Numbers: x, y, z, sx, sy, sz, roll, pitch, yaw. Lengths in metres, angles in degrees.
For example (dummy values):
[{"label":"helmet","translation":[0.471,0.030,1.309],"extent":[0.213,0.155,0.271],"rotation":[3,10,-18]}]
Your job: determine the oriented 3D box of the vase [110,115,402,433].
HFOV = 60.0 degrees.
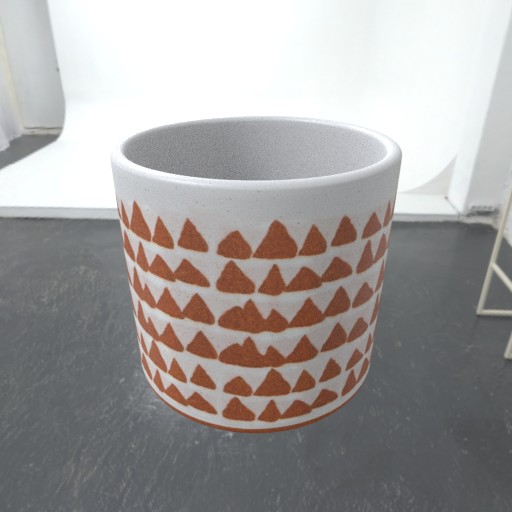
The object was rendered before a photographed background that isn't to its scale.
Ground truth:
[{"label":"vase","translation":[0.000,0.000,0.244],"extent":[0.137,0.127,0.137],"rotation":[0,28,0]}]
